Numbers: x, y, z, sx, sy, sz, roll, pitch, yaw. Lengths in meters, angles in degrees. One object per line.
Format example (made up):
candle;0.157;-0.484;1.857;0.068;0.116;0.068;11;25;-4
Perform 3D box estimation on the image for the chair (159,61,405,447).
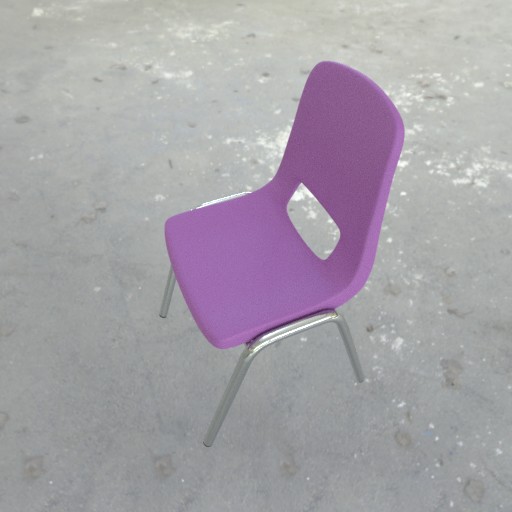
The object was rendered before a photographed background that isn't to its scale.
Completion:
chair;0.000;0.000;0.663;0.301;0.493;0.291;-17;49;-16
